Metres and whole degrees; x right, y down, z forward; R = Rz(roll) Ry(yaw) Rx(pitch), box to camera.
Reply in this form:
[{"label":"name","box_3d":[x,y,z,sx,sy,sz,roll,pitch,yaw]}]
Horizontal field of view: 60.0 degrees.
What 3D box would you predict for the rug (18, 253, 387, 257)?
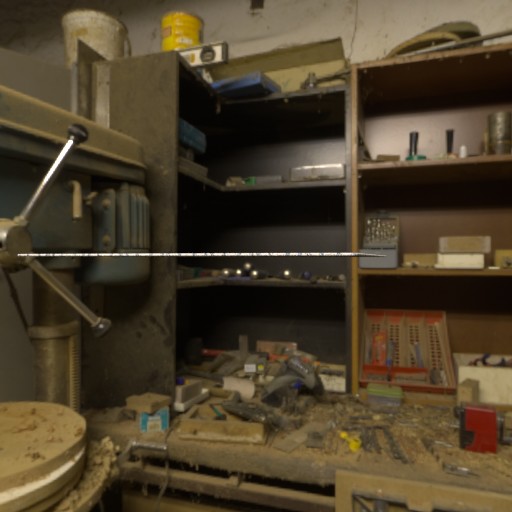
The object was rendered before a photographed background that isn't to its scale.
[{"label":"rug","box_3d":[0.000,0.000,2.288,1.220,0.008,1.824,0,0,19]}]
